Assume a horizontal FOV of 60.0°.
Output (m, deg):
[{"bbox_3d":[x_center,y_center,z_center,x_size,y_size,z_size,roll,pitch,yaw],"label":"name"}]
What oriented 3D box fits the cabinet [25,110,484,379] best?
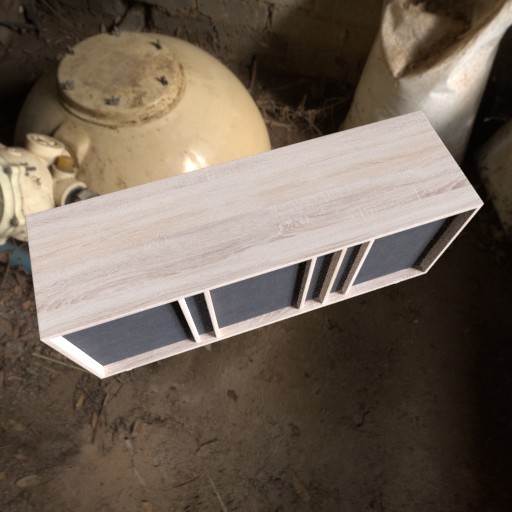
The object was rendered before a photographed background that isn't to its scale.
[{"bbox_3d":[0.000,0.000,2.012,1.650,0.780,0.500,-17,65,-8],"label":"cabinet"}]
